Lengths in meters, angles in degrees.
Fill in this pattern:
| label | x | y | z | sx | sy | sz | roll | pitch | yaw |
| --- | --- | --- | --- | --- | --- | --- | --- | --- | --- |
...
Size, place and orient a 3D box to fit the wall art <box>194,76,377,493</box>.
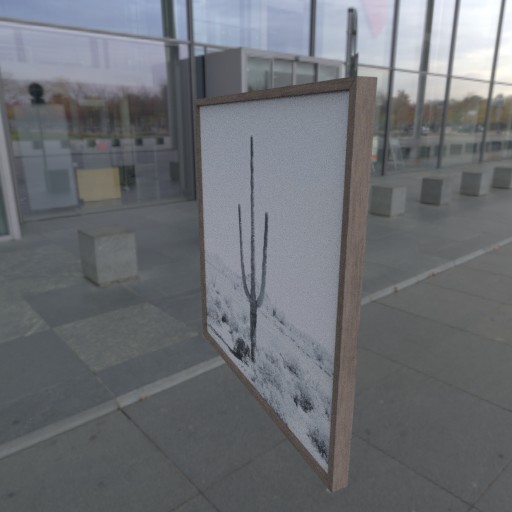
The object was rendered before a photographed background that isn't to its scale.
| label | x | y | z | sx | sy | sz | roll | pitch | yaw |
| --- | --- | --- | --- | --- | --- | --- | --- | --- | --- |
| wall art | 0.000 | 0.000 | 1.097 | 0.038 | 0.762 | 0.762 | -8 | 18 | -25 |
